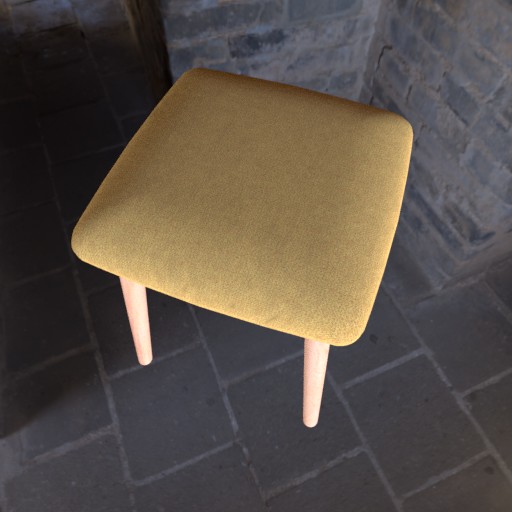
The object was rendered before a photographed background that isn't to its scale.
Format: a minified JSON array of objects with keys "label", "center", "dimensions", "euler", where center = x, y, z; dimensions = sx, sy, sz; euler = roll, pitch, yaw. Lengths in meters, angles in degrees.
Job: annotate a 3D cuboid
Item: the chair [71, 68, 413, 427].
[{"label":"chair","center":[0.000,0.000,0.694],"dimensions":[0.350,0.440,0.350],"euler":[17,60,10]}]
